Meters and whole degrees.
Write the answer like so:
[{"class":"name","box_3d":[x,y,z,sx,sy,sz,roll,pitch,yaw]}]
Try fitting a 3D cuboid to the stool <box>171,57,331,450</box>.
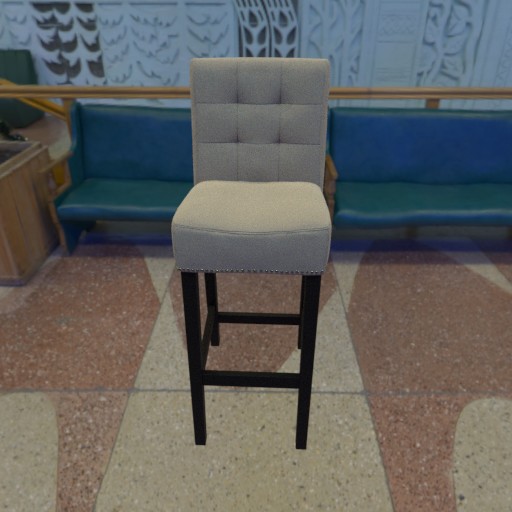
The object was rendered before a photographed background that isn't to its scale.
[{"class":"stool","box_3d":[0.000,0.000,1.335,0.411,1.047,0.548,1,30,2]}]
